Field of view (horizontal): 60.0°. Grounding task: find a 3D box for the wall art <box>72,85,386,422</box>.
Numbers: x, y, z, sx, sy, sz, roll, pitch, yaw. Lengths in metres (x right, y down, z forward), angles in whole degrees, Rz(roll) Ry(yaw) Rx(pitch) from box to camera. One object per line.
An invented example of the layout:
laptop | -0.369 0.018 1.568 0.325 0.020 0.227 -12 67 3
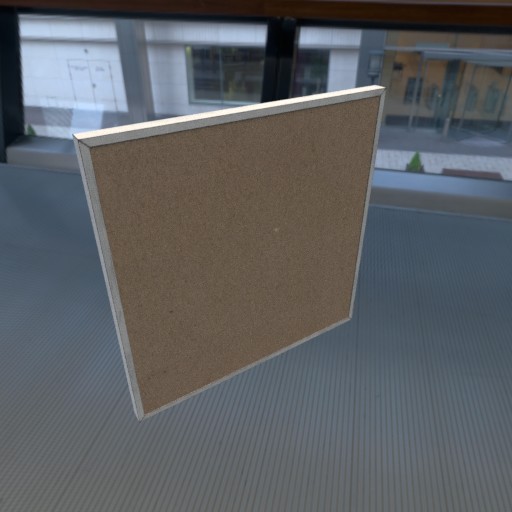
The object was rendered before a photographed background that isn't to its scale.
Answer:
wall art | 0.000 0.000 1.160 0.762 0.762 0.038 -19 37 -28
